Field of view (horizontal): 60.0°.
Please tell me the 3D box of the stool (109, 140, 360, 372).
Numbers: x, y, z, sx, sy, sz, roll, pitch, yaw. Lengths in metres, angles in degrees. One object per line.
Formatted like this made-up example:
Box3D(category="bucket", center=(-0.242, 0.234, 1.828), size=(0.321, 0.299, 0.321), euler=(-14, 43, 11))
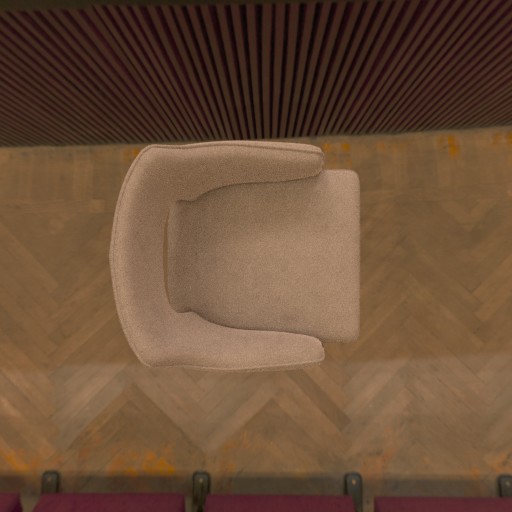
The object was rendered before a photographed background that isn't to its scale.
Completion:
Box3D(category="stool", center=(0.000, 0.000, 1.345), size=(0.558, 1.012, 0.548), euler=(0, 90, 2))
